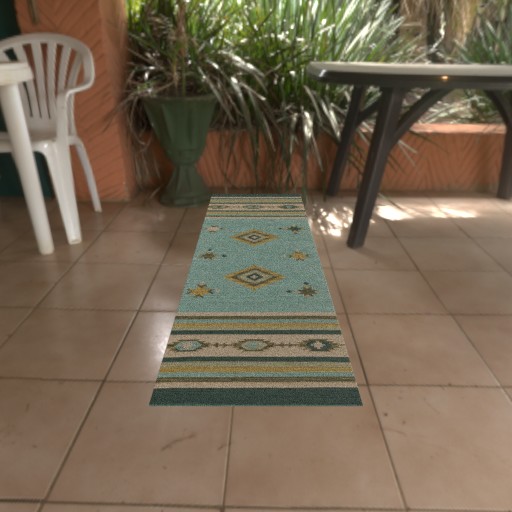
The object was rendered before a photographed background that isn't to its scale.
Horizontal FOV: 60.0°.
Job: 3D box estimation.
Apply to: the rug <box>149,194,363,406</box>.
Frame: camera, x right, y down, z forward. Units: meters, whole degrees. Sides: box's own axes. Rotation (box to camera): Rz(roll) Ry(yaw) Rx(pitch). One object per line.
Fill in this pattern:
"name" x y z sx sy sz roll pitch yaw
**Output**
"rug" 0.000 0.000 2.647 0.744 0.010 2.441 0 25 0
